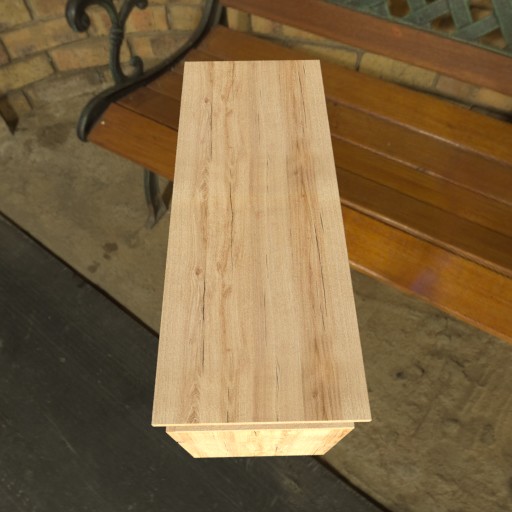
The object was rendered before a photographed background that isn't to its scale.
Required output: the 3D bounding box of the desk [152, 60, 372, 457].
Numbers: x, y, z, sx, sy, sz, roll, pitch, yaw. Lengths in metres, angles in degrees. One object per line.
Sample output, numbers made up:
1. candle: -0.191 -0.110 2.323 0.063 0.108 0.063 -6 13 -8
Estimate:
1. desk: 0.000 0.000 1.786 0.550 0.760 1.400 -1 60 -1
